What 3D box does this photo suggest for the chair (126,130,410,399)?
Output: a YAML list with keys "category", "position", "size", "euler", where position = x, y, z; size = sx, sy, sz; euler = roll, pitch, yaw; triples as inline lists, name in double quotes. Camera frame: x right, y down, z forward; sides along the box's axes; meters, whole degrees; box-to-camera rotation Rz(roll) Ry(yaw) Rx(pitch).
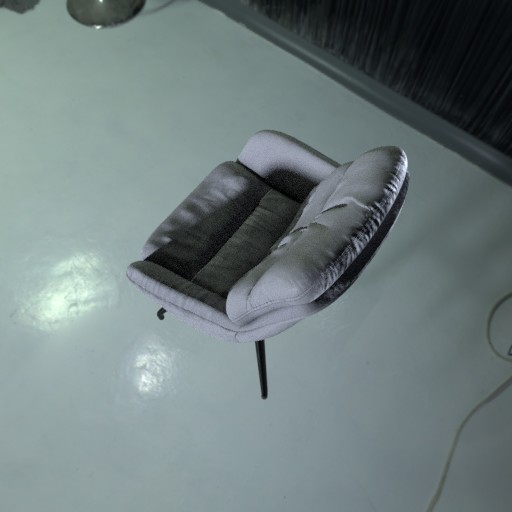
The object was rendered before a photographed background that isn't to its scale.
- category: "chair"
  position: [0.000, 0.000, 1.246]
  size: [0.569, 0.888, 0.579]
  euler: [34, 69, 15]
